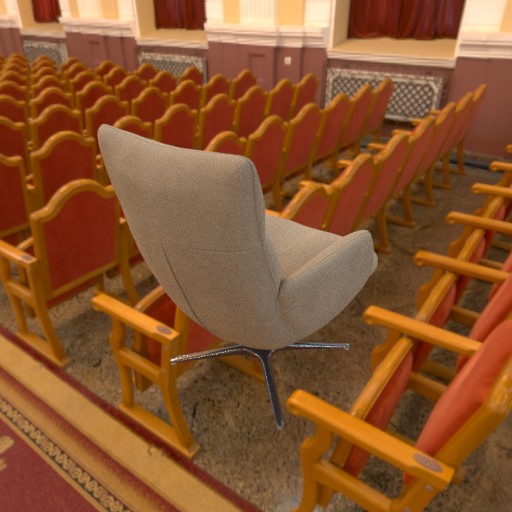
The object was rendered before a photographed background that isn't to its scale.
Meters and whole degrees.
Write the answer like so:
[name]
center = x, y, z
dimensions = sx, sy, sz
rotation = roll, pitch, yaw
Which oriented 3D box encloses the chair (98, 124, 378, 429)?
[chair]
center = 0.000, 0.000, 1.610
dimensions = 0.711, 1.016, 0.889
rotation = 20, 36, 31
